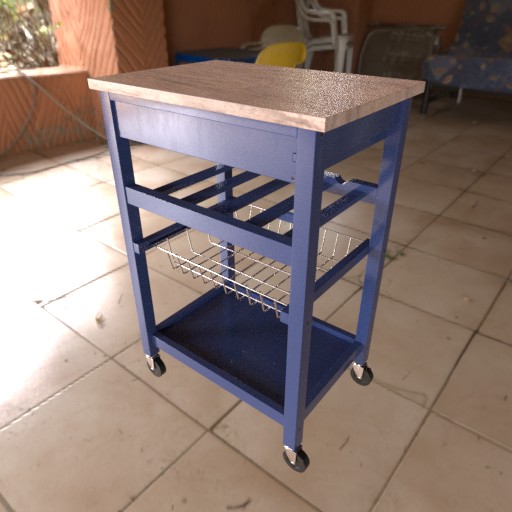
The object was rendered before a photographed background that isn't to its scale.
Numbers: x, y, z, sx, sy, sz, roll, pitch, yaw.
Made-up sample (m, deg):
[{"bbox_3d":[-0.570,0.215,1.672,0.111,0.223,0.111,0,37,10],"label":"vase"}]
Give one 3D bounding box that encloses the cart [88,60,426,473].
[{"bbox_3d":[0.000,0.000,1.123,0.584,0.839,0.403,22,37,32],"label":"cart"}]
